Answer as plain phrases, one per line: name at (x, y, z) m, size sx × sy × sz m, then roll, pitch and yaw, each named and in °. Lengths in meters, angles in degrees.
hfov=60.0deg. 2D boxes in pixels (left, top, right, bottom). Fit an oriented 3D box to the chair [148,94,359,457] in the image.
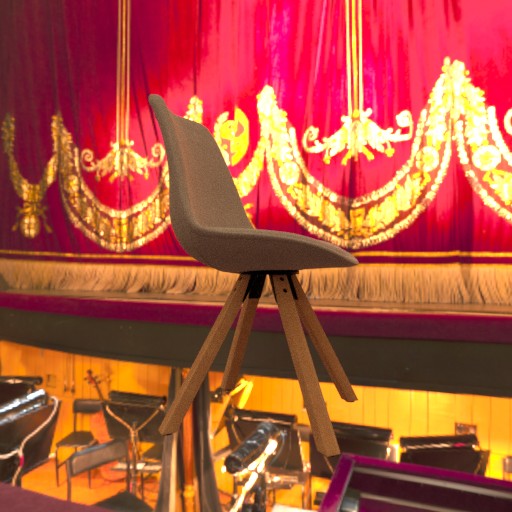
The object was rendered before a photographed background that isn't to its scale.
chair at (0.000, 0.000, 1.215) m, size 0.549 × 0.863 × 0.474 m, roll 0°, pitch -1°, yaw 19°
